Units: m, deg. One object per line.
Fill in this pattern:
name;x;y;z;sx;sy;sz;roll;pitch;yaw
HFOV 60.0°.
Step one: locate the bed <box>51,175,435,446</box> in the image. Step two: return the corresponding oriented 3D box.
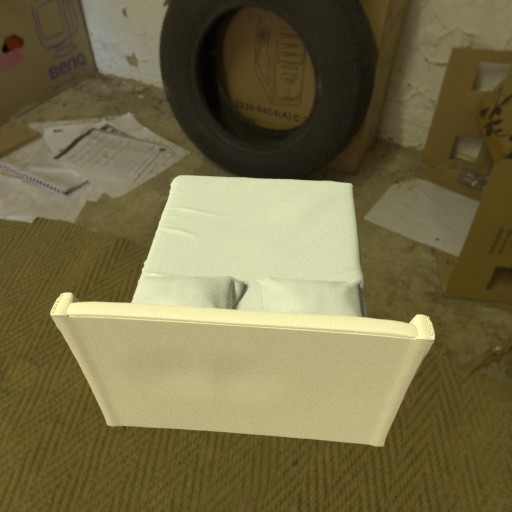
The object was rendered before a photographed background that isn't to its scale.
bed;0.000;0.000;3.402;1.925;1.332;2.276;3;45;3
